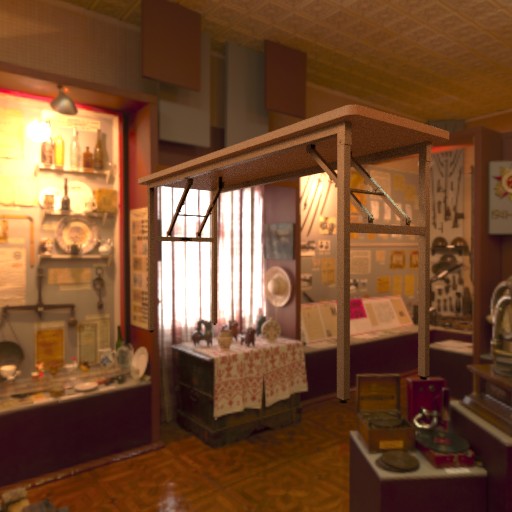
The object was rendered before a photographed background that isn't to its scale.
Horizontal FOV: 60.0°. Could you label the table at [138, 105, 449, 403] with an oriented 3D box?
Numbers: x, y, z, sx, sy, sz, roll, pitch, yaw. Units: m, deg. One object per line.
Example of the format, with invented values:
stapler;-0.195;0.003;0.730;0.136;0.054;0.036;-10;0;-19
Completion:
table;0.000;0.000;1.764;0.446;0.750;1.397;0;1;-36
